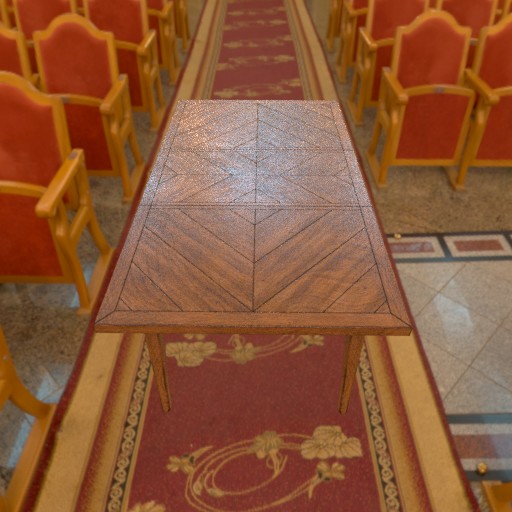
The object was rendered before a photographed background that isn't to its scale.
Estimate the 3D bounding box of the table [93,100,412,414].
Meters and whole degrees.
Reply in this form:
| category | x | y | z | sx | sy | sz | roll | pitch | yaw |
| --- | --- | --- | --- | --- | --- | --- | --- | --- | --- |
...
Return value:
| category | x | y | z | sx | sy | sz | roll | pitch | yaw |
| --- | --- | --- | --- | --- | --- | --- | --- | --- | --- |
| table | 0.000 | 0.000 | 1.829 | 0.757 | 0.760 | 1.400 | 0 | 41 | 1 |
